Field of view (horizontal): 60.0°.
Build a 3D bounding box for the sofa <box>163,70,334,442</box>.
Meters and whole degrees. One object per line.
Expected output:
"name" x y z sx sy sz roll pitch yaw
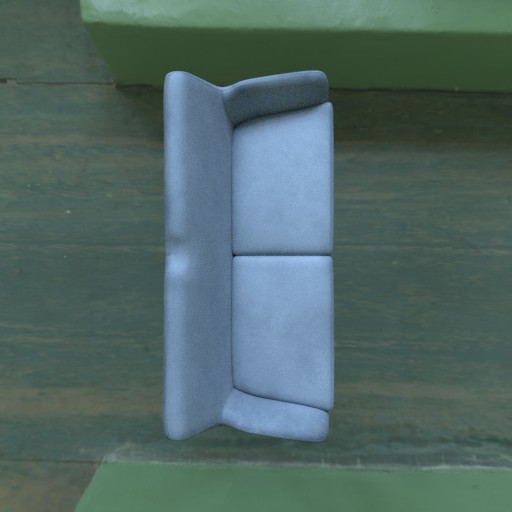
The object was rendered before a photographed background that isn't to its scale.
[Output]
"sofa" 0.000 0.000 2.380 0.850 0.810 1.870 0 89 1
